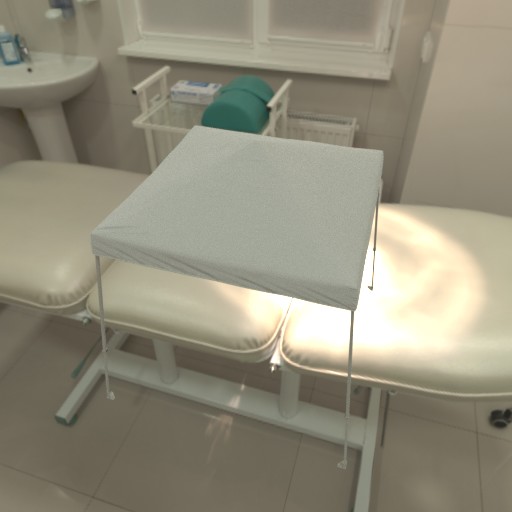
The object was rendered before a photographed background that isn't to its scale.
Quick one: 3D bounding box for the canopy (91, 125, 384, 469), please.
[{"bbox_3d":[0.000,0.000,5.082,2.849,2.849,2.848,11,42,13],"label":"canopy"}]
